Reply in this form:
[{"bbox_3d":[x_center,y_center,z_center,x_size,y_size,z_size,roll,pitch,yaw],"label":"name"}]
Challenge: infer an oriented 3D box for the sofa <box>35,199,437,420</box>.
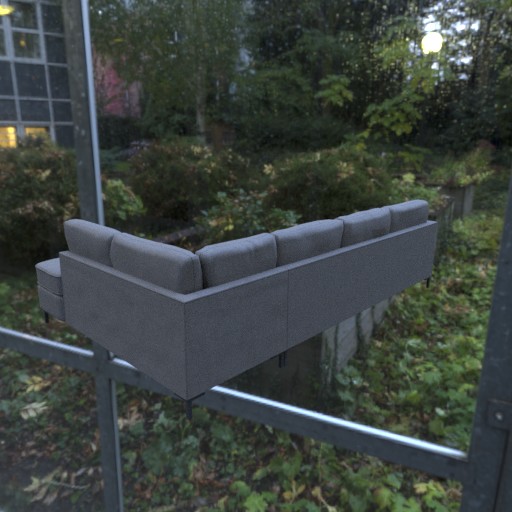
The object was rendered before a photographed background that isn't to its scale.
[{"bbox_3d":[0.000,0.000,4.241,2.077,0.964,3.331,14,20,42],"label":"sofa"}]
